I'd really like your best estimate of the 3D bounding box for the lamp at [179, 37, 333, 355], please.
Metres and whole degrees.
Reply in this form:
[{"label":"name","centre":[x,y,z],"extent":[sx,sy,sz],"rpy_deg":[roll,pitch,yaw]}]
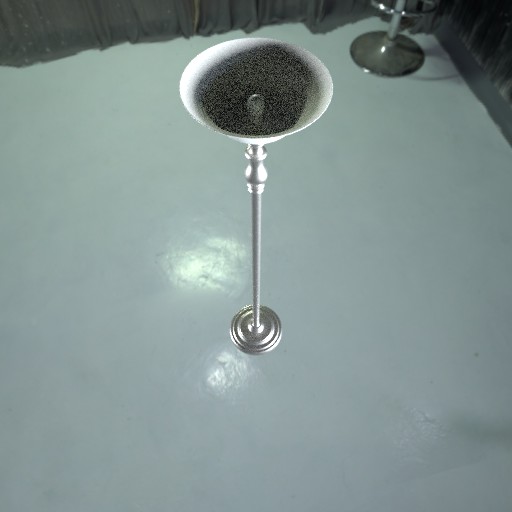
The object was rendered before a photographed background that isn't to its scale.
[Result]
[{"label":"lamp","centre":[0.000,0.000,1.932],"extent":[0.405,1.771,0.405],"rpy_deg":[-14,60,-8]}]
